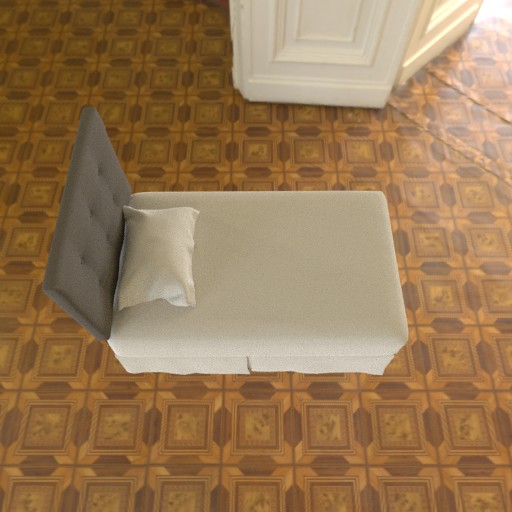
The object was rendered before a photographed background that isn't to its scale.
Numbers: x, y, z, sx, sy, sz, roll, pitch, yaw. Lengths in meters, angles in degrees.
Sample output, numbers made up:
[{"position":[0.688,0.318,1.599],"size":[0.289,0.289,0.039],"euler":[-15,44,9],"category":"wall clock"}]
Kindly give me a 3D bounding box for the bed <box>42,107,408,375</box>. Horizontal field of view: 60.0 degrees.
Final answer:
[{"position":[0.000,0.000,2.961],"size":[1.997,1.571,1.261],"euler":[0,63,0],"category":"bed"}]
